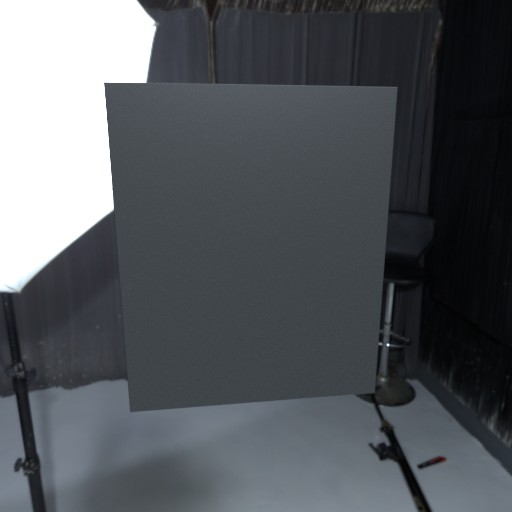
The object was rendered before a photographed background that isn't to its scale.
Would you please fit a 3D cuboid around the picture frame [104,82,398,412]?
[{"bbox_3d":[0.000,0.000,0.771,0.460,0.556,0.028,-2,15,-8],"label":"picture frame"}]
